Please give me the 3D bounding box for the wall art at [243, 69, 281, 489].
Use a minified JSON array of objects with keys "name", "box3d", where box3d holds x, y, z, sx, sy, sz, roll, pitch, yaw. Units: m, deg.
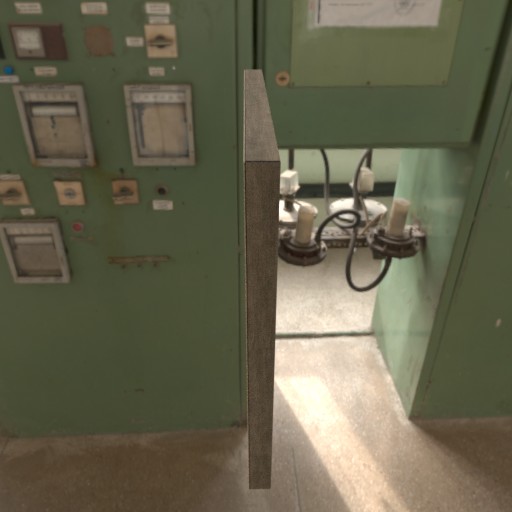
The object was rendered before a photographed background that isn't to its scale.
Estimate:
[{"name":"wall art","box3d":[0.000,0.000,1.102,0.050,0.751,0.749,-1,31,-1]}]
